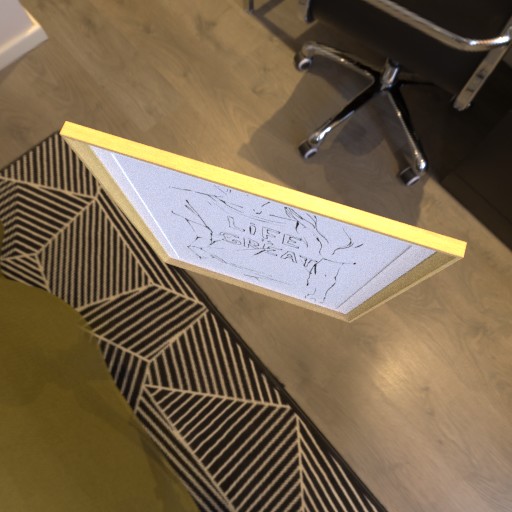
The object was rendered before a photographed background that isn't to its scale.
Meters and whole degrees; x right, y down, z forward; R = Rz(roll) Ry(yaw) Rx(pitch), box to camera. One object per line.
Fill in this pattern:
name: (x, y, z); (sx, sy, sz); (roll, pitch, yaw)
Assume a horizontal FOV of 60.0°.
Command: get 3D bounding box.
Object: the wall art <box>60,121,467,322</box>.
wall art: (0.000, 0.000, 1.320); (0.798, 1.002, 0.030); (18, 75, 5)
